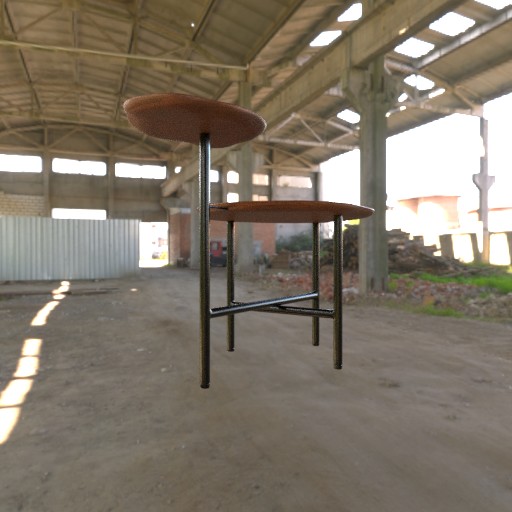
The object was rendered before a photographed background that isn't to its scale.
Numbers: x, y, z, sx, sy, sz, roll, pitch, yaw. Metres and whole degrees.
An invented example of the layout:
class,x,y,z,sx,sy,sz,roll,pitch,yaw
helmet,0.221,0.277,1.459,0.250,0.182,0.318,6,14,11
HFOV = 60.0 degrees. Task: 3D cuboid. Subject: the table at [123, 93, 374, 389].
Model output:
class,x,y,z,sx,sy,sz,roll,pitch,yaw
table,0.000,0.000,1.065,0.442,0.538,0.759,0,1,36
